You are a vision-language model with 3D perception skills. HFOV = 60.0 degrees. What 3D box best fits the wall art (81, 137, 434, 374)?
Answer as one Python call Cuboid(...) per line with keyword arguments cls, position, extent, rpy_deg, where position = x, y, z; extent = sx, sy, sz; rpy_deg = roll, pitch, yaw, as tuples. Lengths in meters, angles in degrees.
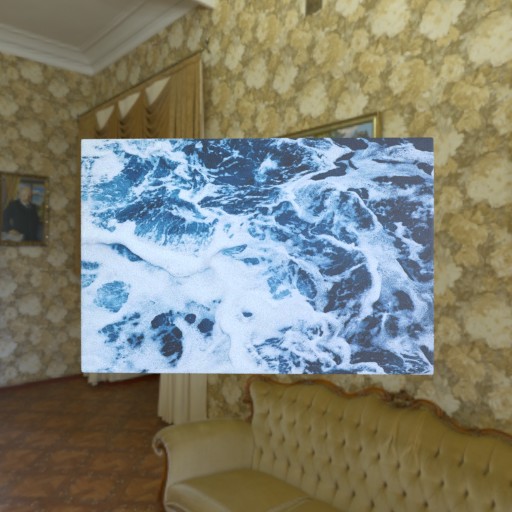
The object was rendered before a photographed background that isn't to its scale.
Cuboid(cls="wall art", position=(0.000, 0.000, 1.169), extent=(0.915, 0.610, 0.042), rpy_deg=(0, 0, 1))
